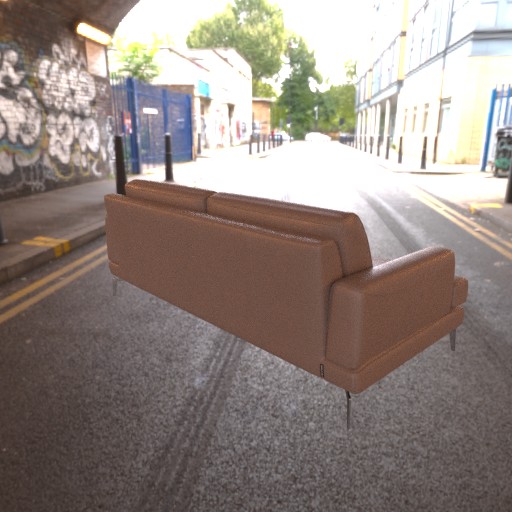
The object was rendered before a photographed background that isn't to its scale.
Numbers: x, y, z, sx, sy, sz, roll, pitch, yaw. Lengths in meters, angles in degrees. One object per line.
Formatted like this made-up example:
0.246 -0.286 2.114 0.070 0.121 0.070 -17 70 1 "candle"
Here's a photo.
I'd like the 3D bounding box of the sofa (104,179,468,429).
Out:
0.000 0.000 2.439 0.974 0.765 1.940 -14 21 -41 "sofa"
